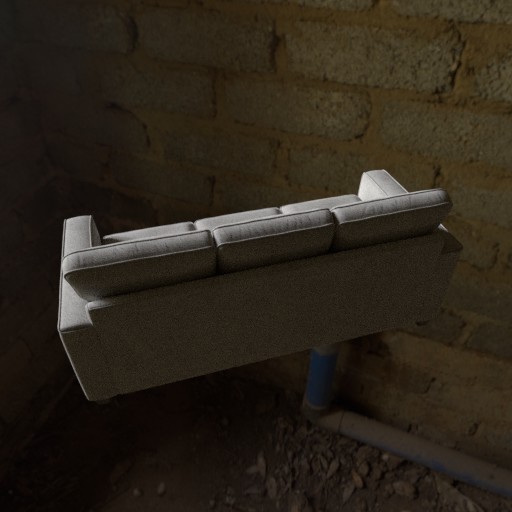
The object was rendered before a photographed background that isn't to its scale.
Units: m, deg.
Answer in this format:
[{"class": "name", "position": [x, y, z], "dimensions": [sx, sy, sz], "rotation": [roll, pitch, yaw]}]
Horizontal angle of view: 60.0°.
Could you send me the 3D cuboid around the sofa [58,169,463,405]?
[{"class": "sofa", "position": [0.000, 0.000, 2.640], "dimensions": [2.133, 0.965, 0.939], "rotation": [-11, 41, -12]}]
